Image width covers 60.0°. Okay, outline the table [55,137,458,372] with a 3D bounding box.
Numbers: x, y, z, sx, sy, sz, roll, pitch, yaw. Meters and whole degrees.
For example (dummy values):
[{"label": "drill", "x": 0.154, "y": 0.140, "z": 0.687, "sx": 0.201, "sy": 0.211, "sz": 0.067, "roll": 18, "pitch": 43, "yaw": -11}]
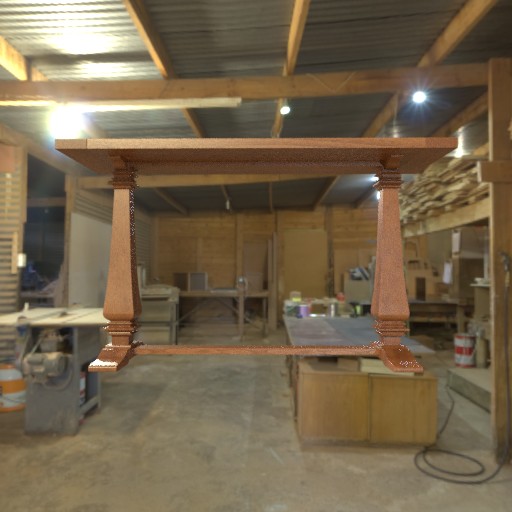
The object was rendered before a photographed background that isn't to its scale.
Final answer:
[{"label": "table", "x": 0.000, "y": 0.000, "z": 1.833, "sx": 1.478, "sy": 0.852, "sz": 0.461, "roll": 0, "pitch": -2, "yaw": 1}]
